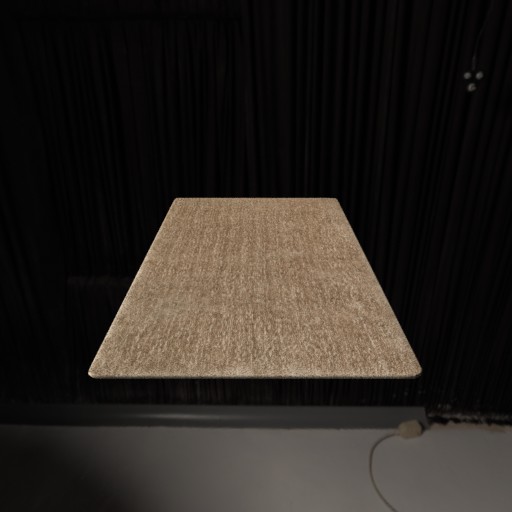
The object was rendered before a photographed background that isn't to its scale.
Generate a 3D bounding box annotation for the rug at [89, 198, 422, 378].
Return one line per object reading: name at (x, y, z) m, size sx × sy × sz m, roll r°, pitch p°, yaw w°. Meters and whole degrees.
rug at (0.000, 0.000, 3.109) m, size 1.539 × 0.024 × 2.469 m, roll 0°, pitch 26°, yaw 0°
